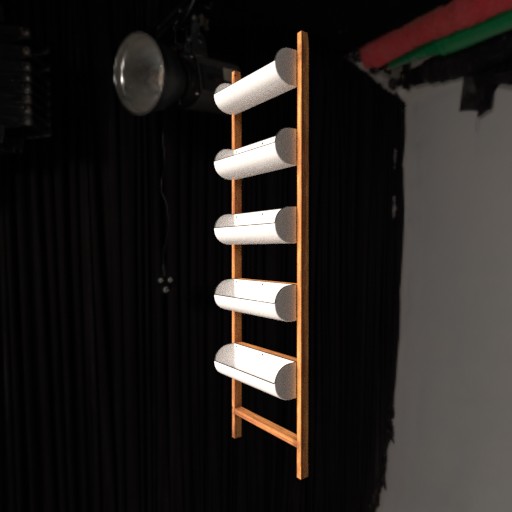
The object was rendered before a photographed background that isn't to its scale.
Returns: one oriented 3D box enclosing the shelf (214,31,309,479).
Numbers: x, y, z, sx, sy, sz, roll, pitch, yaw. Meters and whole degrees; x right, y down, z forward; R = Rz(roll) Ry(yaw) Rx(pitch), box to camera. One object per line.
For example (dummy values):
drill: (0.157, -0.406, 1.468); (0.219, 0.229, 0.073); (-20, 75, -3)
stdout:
shelf: (0.000, 0.000, 1.742); (0.141, 1.600, 0.454); (-1, 1, -36)
